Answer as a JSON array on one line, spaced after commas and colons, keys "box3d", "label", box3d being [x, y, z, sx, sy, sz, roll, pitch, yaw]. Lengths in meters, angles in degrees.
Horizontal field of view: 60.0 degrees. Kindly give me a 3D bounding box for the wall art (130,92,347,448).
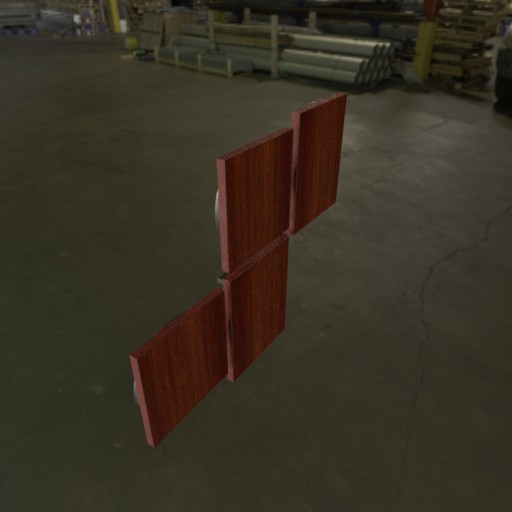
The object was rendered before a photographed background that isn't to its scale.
[{"box3d": [0.000, 0.000, 0.854, 0.030, 0.497, 0.635, 20, 37, 29], "label": "wall art"}]
